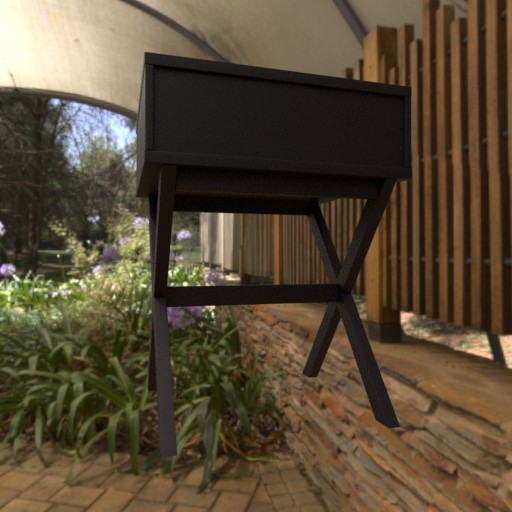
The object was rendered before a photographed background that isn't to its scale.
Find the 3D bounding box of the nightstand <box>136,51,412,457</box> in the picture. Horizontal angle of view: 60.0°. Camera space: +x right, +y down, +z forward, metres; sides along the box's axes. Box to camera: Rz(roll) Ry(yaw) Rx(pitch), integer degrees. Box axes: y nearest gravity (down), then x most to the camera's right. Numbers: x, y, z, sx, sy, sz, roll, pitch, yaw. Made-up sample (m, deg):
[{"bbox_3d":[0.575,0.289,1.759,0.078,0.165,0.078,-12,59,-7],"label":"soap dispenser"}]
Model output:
[{"bbox_3d":[0.000,0.000,0.937,0.479,0.623,0.402,0,0,-17],"label":"nightstand"}]
